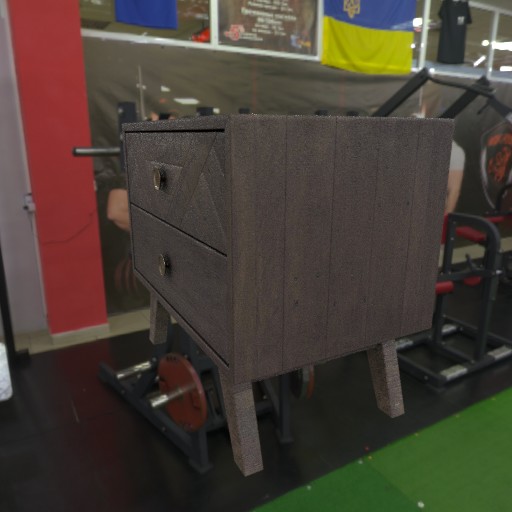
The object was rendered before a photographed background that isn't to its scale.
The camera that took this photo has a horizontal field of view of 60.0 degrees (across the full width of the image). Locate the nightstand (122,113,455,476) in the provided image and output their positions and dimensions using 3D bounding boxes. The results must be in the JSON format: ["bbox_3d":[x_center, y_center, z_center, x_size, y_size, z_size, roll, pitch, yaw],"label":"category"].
[{"bbox_3d":[0.000,0.000,1.032,0.450,0.599,0.650,-8,17,-27],"label":"nightstand"}]
